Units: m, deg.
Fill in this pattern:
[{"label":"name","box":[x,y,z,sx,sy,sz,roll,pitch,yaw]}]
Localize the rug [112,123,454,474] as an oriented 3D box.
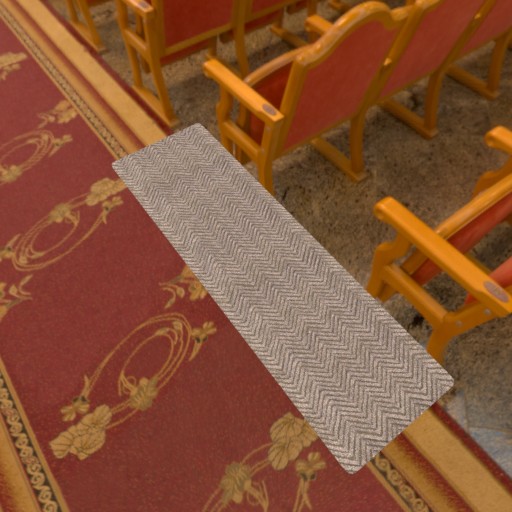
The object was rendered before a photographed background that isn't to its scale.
[{"label":"rug","box":[0.000,0.000,2.498,0.686,0.008,2.286,-32,62,-19]}]
